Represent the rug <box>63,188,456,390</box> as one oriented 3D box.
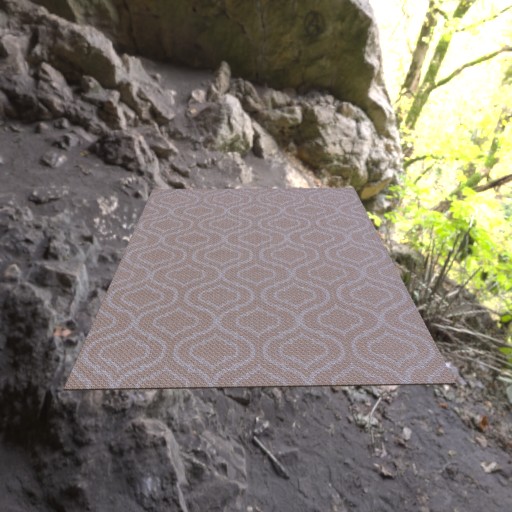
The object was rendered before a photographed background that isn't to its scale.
[{"bbox_3d":[0.000,0.000,3.805,2.286,0.013,2.894,-1,32,-1],"label":"rug"}]
